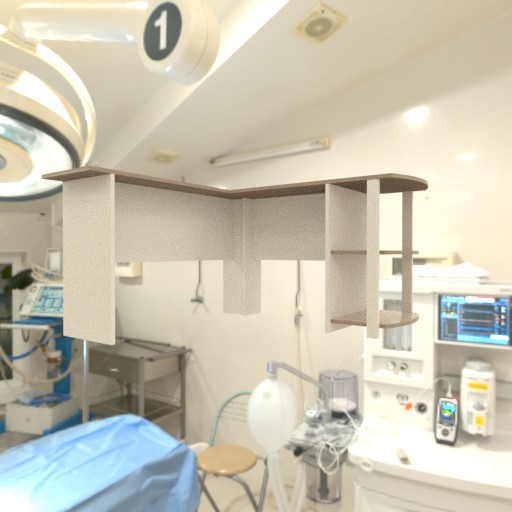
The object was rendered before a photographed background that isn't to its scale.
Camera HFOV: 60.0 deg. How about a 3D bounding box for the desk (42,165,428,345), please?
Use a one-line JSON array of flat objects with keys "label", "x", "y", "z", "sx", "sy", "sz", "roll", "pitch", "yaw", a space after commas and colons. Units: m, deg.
[{"label": "desk", "x": 0.000, "y": 0.000, "z": 2.088, "sx": 1.303, "sy": 0.716, "sz": 1.361, "roll": 0, "pitch": 1, "yaw": 36}]
